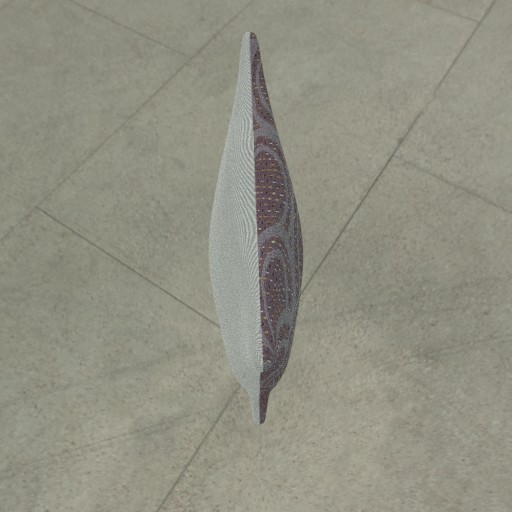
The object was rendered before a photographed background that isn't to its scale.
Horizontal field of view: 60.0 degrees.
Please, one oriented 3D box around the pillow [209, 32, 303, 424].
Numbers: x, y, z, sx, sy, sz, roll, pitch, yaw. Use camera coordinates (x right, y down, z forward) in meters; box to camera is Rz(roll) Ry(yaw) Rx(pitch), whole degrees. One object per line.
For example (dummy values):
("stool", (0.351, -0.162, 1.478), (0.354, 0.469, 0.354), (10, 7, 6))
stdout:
("pillow", (0.000, 0.000, 0.790), (0.163, 0.513, 0.514), (-2, 63, -1))
